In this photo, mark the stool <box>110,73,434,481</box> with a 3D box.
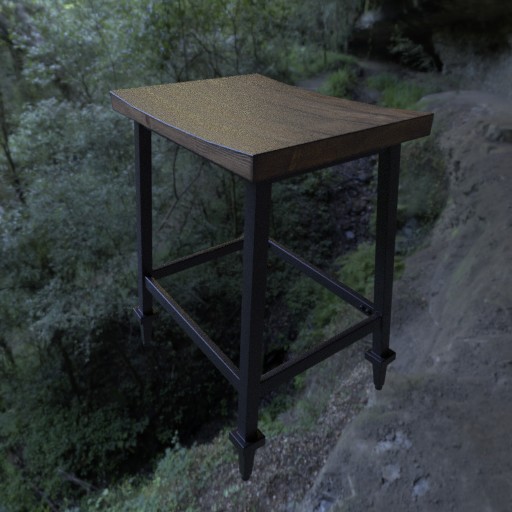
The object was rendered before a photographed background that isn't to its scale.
[{"bbox_3d":[0.000,0.000,0.926,0.405,0.625,0.486,-20,37,-30],"label":"stool"}]
